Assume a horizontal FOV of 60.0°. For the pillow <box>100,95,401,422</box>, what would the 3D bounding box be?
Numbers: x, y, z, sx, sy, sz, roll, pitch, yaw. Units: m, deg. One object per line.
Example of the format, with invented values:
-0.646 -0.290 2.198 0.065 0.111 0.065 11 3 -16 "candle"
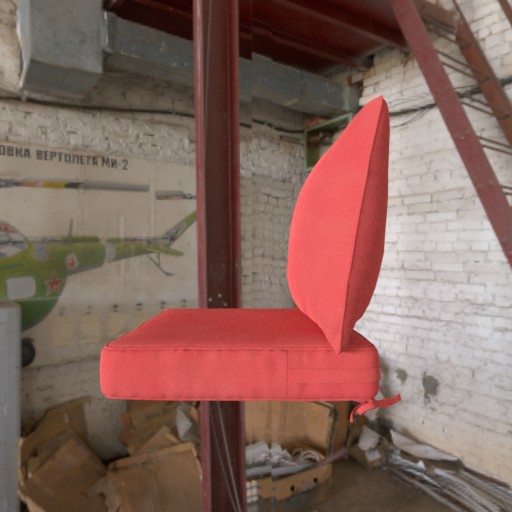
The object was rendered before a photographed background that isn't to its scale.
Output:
0.000 0.000 1.352 0.733 0.725 0.798 0 1 1 "pillow"
